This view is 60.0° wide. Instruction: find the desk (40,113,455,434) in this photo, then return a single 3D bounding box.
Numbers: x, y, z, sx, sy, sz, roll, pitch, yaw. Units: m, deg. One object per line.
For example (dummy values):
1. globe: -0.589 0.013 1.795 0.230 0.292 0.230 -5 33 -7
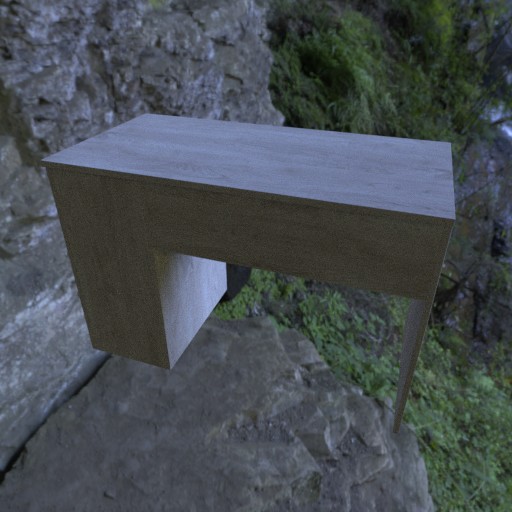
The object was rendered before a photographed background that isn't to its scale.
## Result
1. desk: 0.000 0.000 1.514 1.097 0.735 0.560 11 33 17
